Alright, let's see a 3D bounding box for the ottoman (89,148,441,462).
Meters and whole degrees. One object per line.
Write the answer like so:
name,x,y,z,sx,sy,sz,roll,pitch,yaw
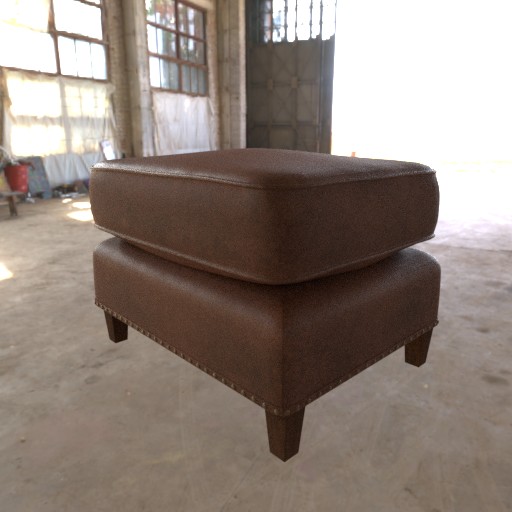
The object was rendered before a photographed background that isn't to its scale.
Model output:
ottoman,0.000,0.000,1.133,0.589,0.537,0.738,-14,20,-42
